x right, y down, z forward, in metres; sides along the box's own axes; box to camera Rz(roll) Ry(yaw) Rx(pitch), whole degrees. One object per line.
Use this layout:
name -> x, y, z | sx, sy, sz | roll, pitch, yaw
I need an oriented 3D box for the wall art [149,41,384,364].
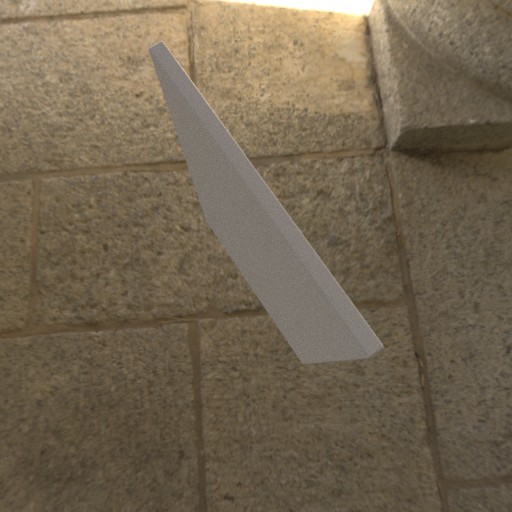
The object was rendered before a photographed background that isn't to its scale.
wall art -> 0.000, 0.000, 1.014 | 0.026, 0.813, 0.556 | -33, 78, -8
